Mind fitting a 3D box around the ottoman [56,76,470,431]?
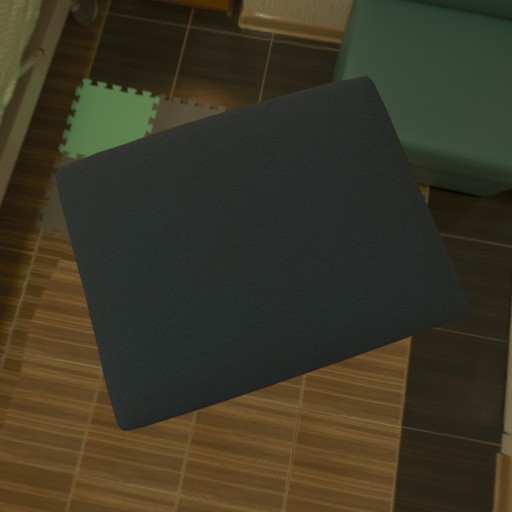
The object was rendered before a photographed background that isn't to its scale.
[{"bbox_3d":[0.000,0.000,1.092,0.741,0.513,0.584,-18,78,-4],"label":"ottoman"}]
